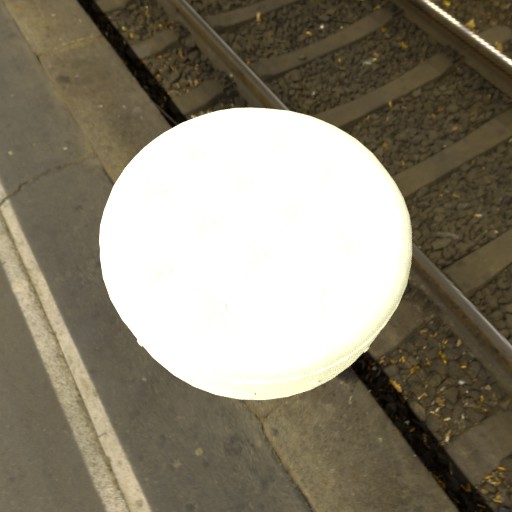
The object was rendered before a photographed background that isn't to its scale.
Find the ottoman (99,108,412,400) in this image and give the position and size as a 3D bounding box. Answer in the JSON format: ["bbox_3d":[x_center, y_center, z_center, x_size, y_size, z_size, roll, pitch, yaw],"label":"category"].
[{"bbox_3d":[0.000,0.000,1.368,0.850,0.483,0.850,0,62,0],"label":"ottoman"}]
